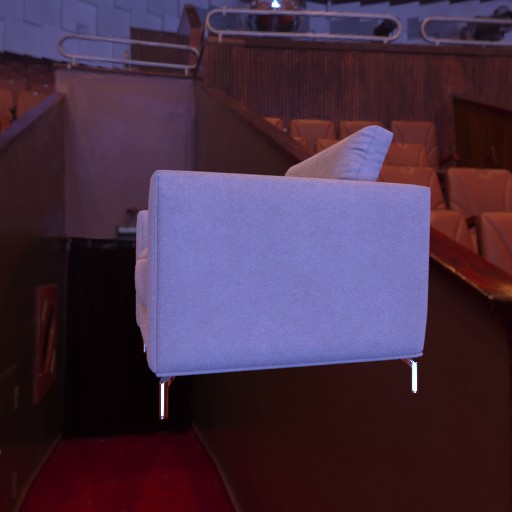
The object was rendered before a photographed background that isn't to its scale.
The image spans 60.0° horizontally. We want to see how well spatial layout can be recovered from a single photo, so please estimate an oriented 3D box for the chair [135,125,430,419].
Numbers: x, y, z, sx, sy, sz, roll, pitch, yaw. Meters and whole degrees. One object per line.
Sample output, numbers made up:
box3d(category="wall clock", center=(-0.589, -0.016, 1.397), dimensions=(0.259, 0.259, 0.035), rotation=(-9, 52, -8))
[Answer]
box3d(category="chair", center=(0.000, 0.000, 1.704), dimensions=(0.889, 0.864, 1.041), rotation=(0, -1, -17))
